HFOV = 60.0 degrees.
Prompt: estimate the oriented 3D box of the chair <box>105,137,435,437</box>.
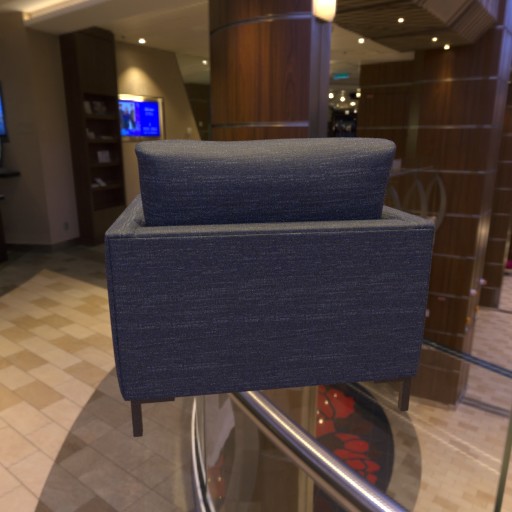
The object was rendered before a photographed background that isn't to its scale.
[{"bbox_3d":[0.000,0.000,1.673,0.963,0.861,0.866,-2,15,-8],"label":"chair"}]
